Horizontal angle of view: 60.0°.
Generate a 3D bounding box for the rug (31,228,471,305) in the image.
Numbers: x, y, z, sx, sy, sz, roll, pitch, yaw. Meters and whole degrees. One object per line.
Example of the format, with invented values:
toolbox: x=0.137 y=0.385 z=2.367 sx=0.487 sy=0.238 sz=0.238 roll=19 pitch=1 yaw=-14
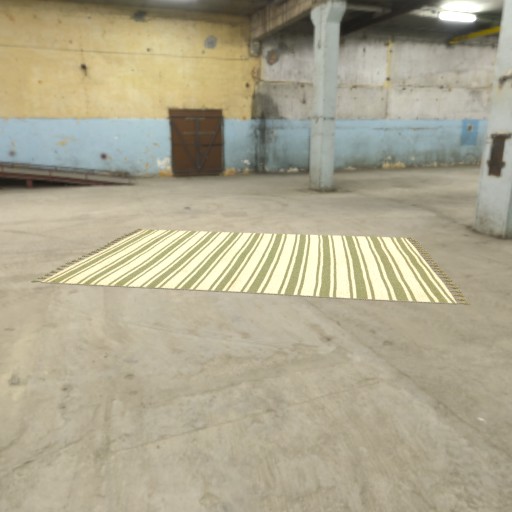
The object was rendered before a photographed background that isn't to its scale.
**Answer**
rug: x=0.000 y=0.000 z=3.121 sx=2.435 sy=0.018 sz=1.540 roll=2 pitch=15 yaw=8
